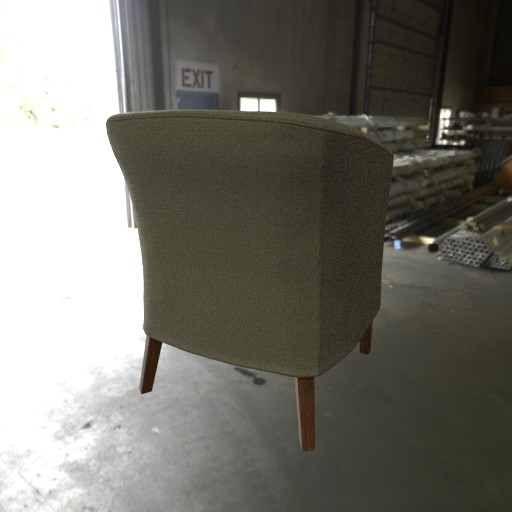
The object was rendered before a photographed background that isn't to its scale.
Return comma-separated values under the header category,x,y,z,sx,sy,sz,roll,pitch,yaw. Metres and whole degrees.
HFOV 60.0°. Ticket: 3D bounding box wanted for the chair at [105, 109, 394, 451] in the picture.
category,x,y,z,sx,sy,sz,roll,pitch,yaw
chair,0.000,0.000,1.245,0.600,0.771,0.668,9,19,26
